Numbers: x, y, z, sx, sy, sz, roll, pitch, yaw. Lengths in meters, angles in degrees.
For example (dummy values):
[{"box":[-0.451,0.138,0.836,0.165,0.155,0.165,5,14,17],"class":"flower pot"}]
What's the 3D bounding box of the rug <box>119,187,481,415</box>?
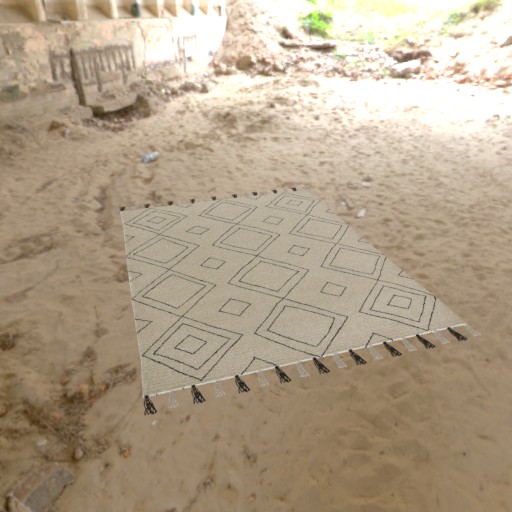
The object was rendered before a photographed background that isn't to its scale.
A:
[{"box":[0.000,0.000,4.166,2.342,0.026,3.221,-9,30,-15],"class":"rug"}]
